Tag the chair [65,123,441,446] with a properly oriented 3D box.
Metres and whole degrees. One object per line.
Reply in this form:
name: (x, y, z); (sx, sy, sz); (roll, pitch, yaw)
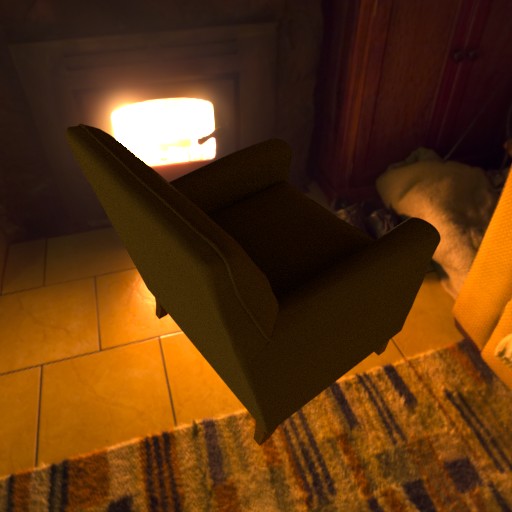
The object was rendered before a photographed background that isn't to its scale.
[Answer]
chair: (0.000, 0.000, 1.539); (0.831, 0.911, 0.836); (-27, 48, -27)
